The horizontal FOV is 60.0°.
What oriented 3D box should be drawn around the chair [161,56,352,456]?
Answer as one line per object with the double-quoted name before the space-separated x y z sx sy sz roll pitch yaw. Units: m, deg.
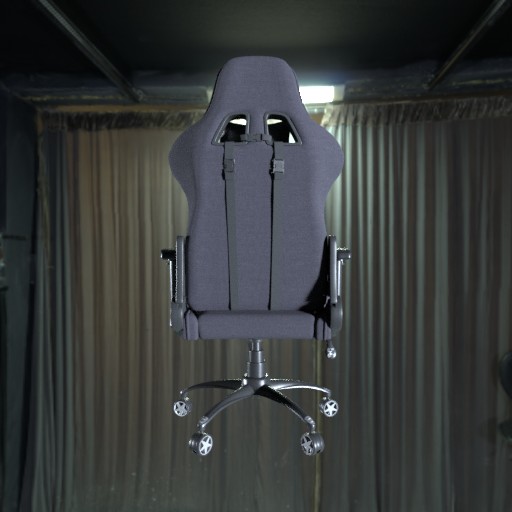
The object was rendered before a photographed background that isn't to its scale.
"chair" 0.000 0.000 1.742 0.730 1.300 0.695 0 0 0
